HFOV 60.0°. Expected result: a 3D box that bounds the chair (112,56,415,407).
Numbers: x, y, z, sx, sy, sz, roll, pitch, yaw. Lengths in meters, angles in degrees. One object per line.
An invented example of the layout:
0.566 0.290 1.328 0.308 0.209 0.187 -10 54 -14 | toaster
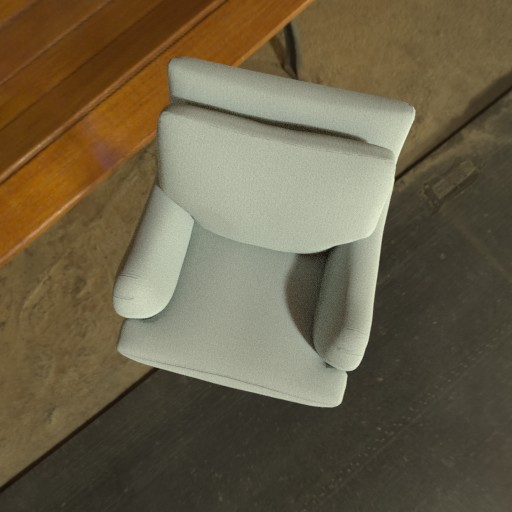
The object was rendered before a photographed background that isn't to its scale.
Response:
0.000 0.000 1.849 0.955 1.038 1.070 13 75 4 | chair
